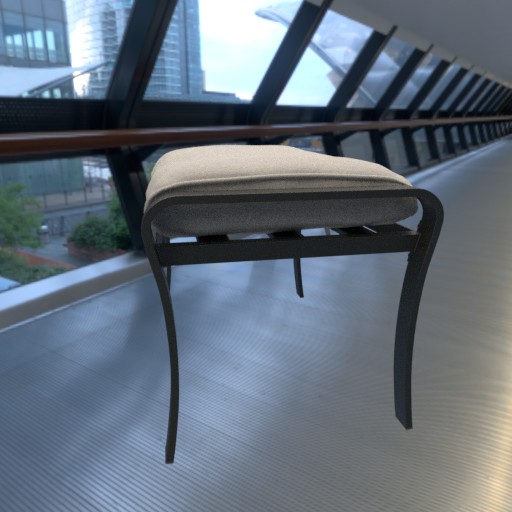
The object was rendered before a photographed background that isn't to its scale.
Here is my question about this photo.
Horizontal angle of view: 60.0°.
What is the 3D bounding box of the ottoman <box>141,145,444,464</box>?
[{"bbox_3d":[0.000,0.000,0.895,0.406,0.422,0.610,-3,17,-11],"label":"ottoman"}]
